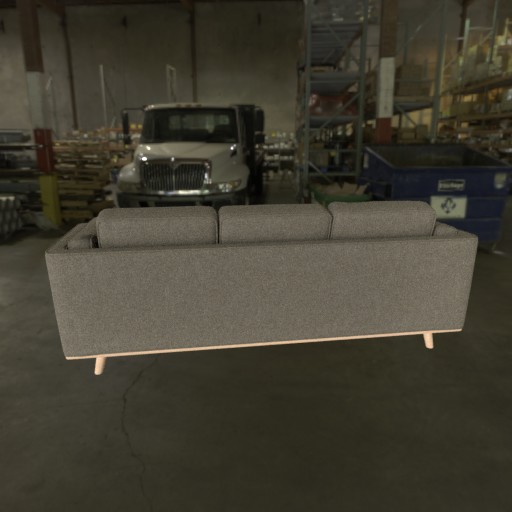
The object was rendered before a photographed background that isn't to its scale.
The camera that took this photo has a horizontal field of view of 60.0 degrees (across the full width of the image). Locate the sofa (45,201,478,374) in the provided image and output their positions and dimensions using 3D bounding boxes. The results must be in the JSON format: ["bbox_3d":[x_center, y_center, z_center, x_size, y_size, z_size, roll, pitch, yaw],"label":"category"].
[{"bbox_3d":[0.000,0.000,3.188,2.411,0.929,1.604,-2,15,-9],"label":"sofa"}]
